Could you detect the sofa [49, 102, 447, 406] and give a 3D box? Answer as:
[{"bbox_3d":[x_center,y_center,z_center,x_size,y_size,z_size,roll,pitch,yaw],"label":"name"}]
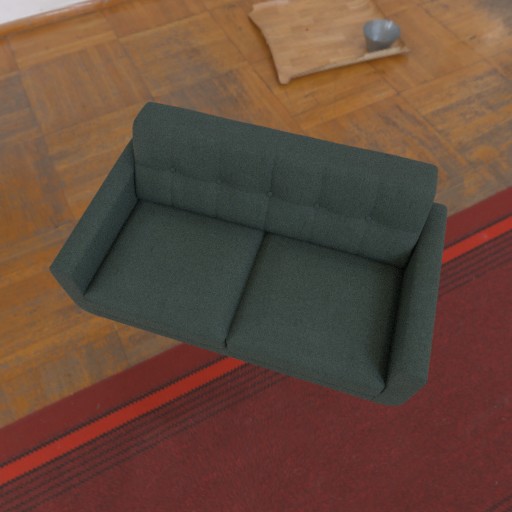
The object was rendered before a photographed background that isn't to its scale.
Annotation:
[{"bbox_3d":[0.000,0.000,2.126,1.631,0.841,0.909,15,60,9],"label":"sofa"}]
